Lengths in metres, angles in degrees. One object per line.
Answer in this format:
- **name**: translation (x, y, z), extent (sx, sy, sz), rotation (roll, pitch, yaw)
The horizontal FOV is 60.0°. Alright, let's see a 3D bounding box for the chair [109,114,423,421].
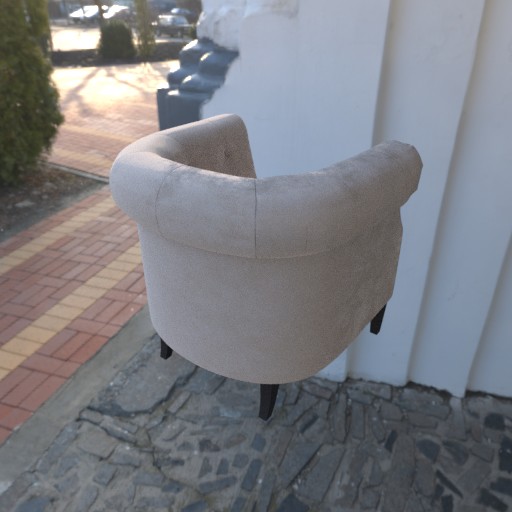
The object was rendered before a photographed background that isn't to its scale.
- **chair**: translation (0.000, 0.000, 1.592), extent (0.904, 0.826, 0.851), rotation (20, 35, 32)
